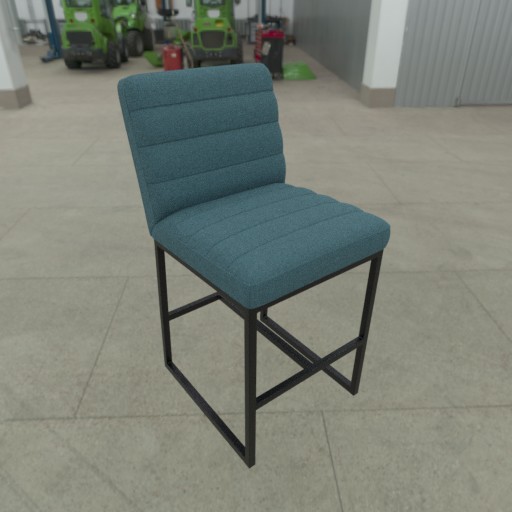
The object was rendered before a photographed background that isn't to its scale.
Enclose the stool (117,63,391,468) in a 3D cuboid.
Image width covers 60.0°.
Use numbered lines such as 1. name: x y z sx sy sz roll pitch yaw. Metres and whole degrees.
1. stool: 0.000 0.000 1.250 0.460 0.940 0.560 -21 36 -32
